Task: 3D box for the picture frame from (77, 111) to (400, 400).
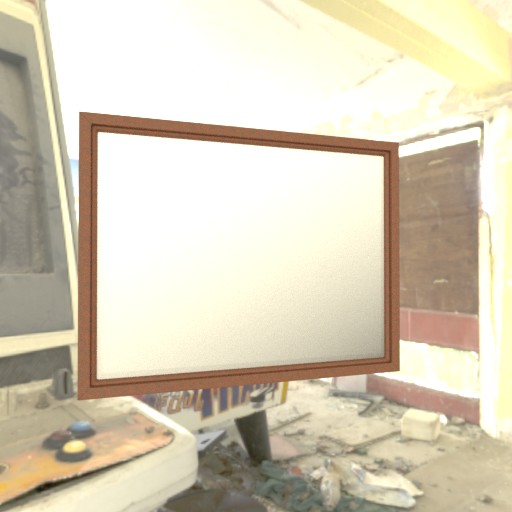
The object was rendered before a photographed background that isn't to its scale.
[{"bbox_3d":[0.000,0.000,1.784,1.329,1.018,0.045,0,-1,-18],"label":"picture frame"}]
